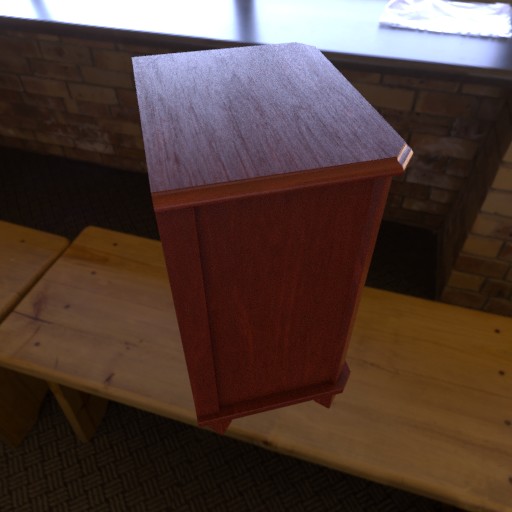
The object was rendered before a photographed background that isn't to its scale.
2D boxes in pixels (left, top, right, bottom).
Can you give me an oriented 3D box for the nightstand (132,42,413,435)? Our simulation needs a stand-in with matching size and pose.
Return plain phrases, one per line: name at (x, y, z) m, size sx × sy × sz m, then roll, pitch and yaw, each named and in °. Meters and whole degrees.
nightstand at (0.000, 0.000, 0.913) m, size 0.351 × 0.681 × 0.435 m, roll -10°, pitch 46°, yaw -10°
